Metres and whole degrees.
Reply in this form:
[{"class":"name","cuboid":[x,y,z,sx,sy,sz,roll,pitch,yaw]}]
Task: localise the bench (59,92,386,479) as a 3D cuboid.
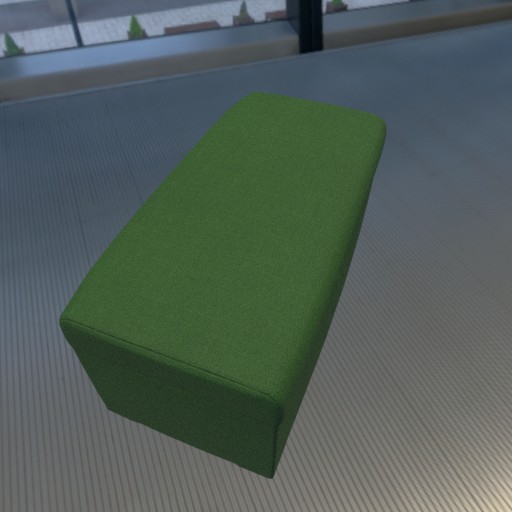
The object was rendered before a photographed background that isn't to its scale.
[{"class":"bench","cuboid":[0.000,0.000,1.258,0.505,0.501,0.989,16,49,15]}]
